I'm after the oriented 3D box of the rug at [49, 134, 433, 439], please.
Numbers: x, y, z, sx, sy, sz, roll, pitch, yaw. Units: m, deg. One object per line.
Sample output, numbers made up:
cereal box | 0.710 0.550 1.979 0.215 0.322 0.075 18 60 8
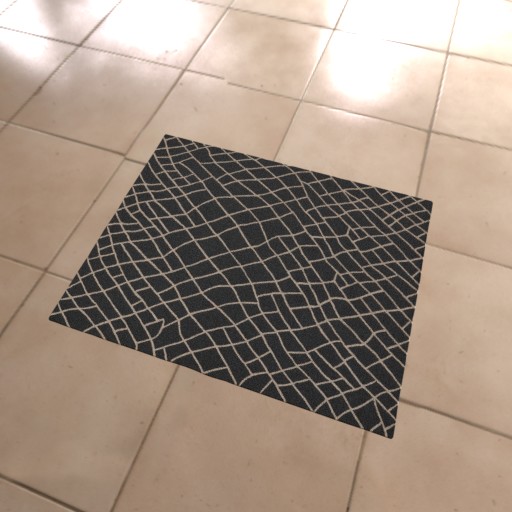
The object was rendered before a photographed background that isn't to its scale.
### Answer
rug | 0.000 0.000 4.240 3.047 0.022 2.439 16 60 10
